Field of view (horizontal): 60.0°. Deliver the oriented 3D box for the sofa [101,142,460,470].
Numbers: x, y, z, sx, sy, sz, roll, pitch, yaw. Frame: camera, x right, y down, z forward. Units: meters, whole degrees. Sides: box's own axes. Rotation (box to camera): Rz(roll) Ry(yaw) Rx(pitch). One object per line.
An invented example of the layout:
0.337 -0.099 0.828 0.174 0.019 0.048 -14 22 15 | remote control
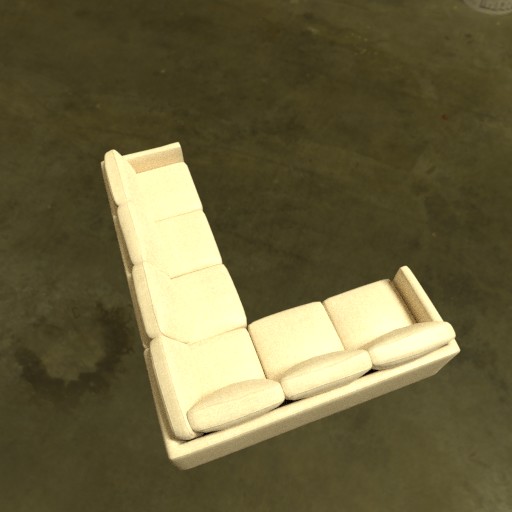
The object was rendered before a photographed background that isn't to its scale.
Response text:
0.000 0.000 4.558 2.593 0.947 3.302 -17 59 -10 | sofa
